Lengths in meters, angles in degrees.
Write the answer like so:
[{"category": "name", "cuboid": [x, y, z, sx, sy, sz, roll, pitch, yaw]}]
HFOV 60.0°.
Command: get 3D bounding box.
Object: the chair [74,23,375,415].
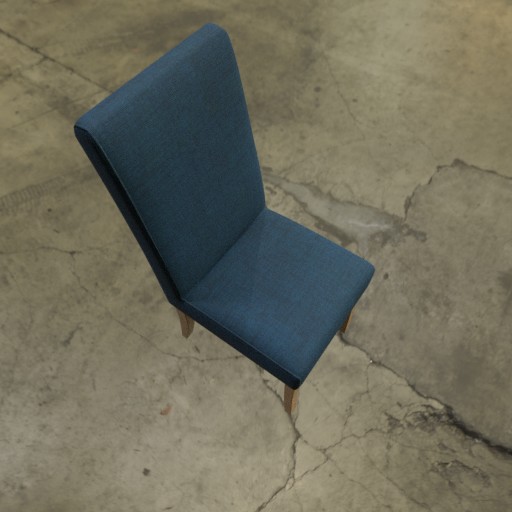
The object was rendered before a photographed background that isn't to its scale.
[{"category": "chair", "cuboid": [0.000, 0.000, 1.306, 0.610, 1.029, 0.450, 32, 64, 18]}]
